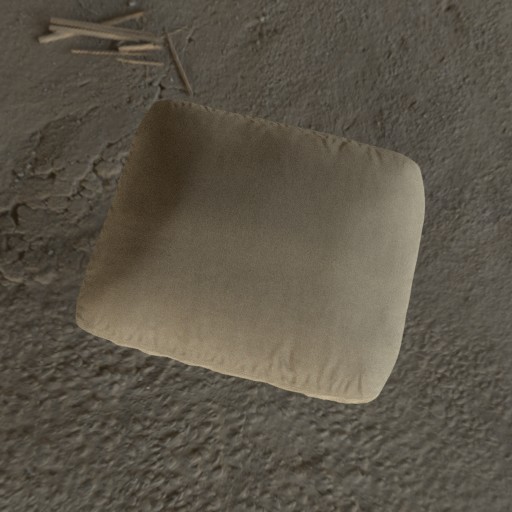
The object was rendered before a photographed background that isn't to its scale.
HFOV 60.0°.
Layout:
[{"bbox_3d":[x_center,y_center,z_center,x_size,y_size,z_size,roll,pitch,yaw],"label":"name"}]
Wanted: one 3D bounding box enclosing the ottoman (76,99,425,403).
[{"bbox_3d":[0.000,0.000,1.098,0.712,0.480,0.584,14,76,4],"label":"ottoman"}]
